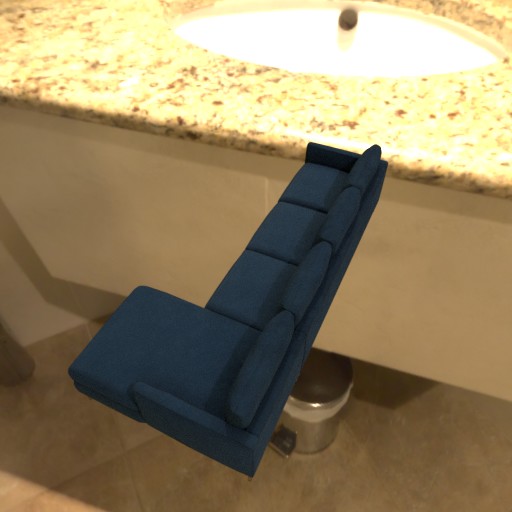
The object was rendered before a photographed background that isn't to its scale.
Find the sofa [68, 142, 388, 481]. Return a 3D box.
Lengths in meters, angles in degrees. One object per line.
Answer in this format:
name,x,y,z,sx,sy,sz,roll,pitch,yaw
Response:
sofa,0.000,0.000,3.550,1.350,0.810,2.932,20,50,17
